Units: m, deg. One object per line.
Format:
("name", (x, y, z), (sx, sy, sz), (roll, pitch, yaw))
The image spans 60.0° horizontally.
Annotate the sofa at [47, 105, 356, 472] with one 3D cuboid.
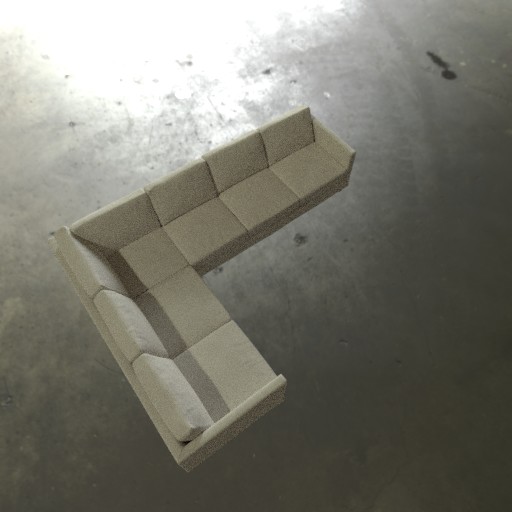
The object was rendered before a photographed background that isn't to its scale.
("sofa", (0.000, 0.000, 4.389), (3.182, 0.863, 2.432), (-32, 63, -18))
